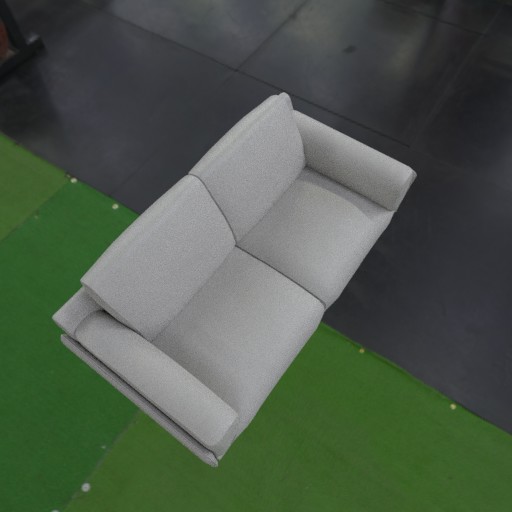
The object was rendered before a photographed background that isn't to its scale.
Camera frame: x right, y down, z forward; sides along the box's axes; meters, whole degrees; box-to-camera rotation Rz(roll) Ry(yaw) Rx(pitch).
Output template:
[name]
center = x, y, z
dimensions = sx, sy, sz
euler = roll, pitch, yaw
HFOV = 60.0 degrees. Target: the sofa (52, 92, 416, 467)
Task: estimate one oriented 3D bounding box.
[sofa]
center = 0.000, 0.000, 2.651
dimensions = 1.049, 0.930, 2.101
euler = 32, 65, 17
